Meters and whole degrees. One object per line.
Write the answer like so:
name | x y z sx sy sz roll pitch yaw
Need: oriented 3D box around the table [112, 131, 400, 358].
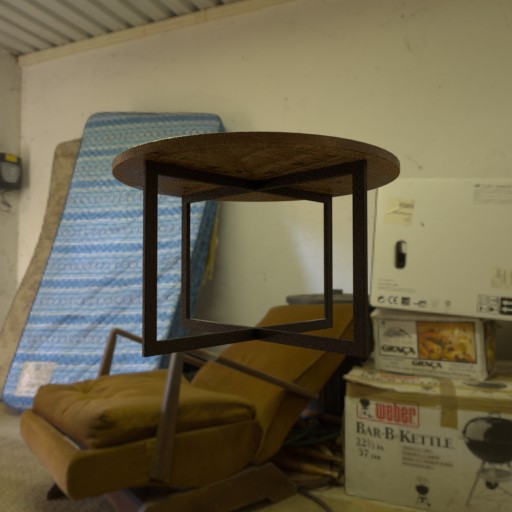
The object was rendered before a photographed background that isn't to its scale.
table | 0.000 0.000 2.033 1.264 0.762 1.264 0 -2 0
